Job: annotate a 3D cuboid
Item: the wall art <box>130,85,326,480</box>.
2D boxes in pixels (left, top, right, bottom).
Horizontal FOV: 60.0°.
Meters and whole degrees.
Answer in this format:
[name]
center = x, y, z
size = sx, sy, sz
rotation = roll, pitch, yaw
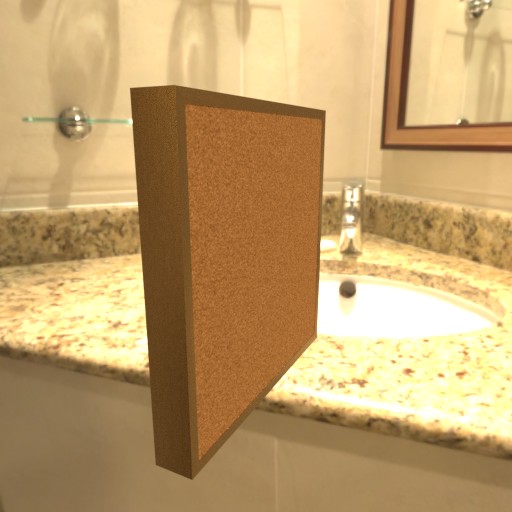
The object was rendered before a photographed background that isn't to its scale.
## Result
[wall art]
center = 0.000, 0.000, 0.464
size = 0.038, 0.305, 0.304
rotation = 7, 17, 26
